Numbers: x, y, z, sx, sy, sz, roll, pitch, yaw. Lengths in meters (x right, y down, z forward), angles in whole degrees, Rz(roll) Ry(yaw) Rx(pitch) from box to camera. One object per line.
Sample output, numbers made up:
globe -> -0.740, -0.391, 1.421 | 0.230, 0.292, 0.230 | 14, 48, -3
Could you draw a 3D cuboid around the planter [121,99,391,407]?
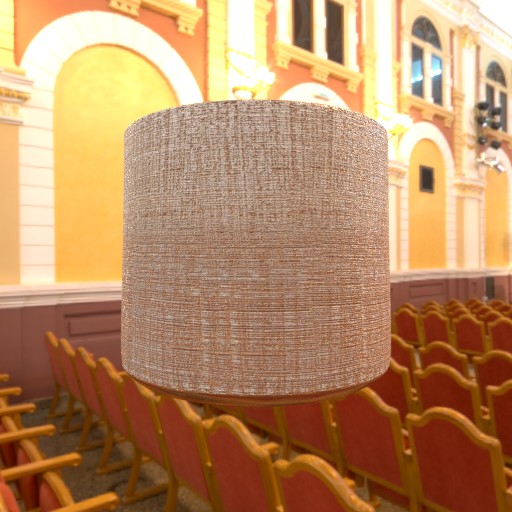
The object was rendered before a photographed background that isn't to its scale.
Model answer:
planter -> 0.000, 0.000, 0.305 | 0.177, 0.157, 0.177 | 0, 0, 0
